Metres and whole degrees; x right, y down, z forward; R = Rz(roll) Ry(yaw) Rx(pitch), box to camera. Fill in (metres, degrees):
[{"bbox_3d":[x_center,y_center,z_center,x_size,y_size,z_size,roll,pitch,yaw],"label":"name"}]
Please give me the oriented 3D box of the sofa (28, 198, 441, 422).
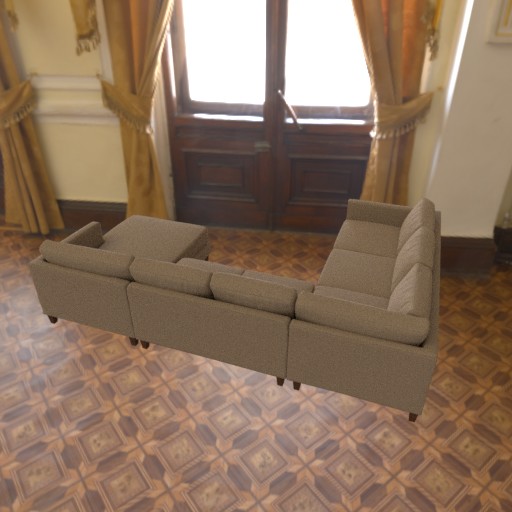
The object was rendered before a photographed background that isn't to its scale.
[{"bbox_3d":[0.000,0.000,4.502,3.438,0.865,2.424,11,33,17],"label":"sofa"}]
